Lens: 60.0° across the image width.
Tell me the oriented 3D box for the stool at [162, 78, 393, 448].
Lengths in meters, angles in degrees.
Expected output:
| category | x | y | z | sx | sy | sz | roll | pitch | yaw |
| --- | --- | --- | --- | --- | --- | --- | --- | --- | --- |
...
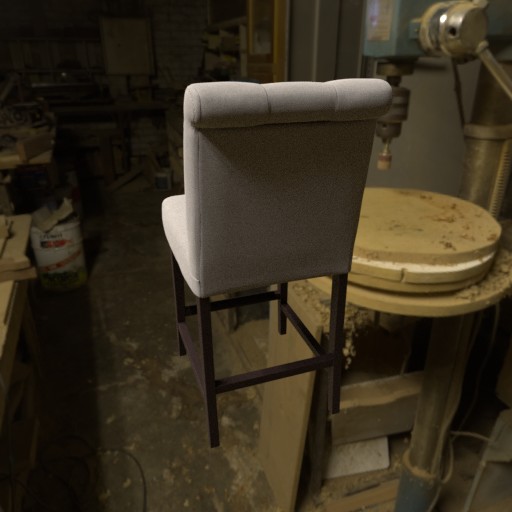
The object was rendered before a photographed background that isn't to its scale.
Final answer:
| category | x | y | z | sx | sy | sz | roll | pitch | yaw |
| --- | --- | --- | --- | --- | --- | --- | --- | --- | --- |
| stool | 0.000 | 0.000 | 1.370 | 0.493 | 1.040 | 0.601 | -9 | 27 | -17 |
